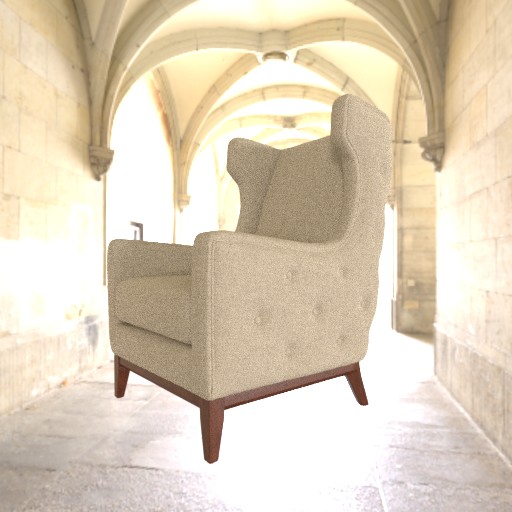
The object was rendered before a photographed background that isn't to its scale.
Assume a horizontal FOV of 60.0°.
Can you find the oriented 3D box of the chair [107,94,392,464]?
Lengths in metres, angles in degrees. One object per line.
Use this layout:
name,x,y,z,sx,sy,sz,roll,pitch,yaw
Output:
chair,0.000,0.000,1.659,0.899,1.079,0.778,0,-1,-37
